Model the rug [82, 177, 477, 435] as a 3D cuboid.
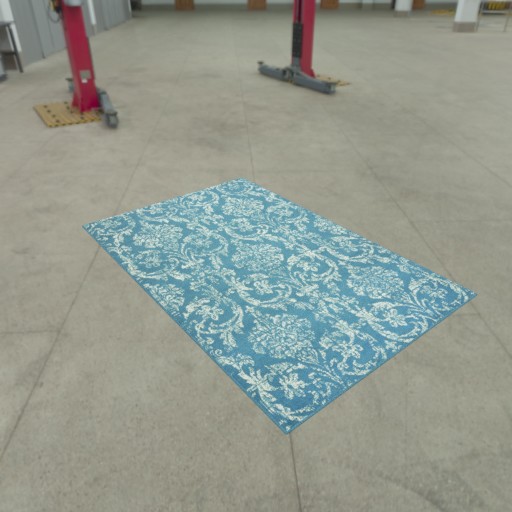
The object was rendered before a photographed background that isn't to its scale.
[{"bbox_3d":[0.000,0.000,3.556,1.816,0.018,2.746,-23,39,-32],"label":"rug"}]
